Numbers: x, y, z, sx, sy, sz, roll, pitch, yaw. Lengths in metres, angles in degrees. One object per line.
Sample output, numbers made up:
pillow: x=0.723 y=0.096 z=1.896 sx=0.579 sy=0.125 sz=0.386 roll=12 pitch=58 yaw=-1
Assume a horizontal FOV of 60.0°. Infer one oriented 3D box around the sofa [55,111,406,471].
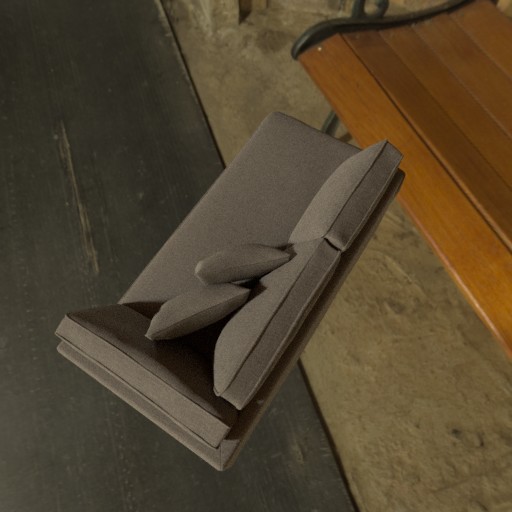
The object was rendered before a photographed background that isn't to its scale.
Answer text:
sofa: x=0.000 y=0.000 z=2.820 sx=1.110 sy=1.033 sz=2.237 roll=31 pitch=69 yaw=13
